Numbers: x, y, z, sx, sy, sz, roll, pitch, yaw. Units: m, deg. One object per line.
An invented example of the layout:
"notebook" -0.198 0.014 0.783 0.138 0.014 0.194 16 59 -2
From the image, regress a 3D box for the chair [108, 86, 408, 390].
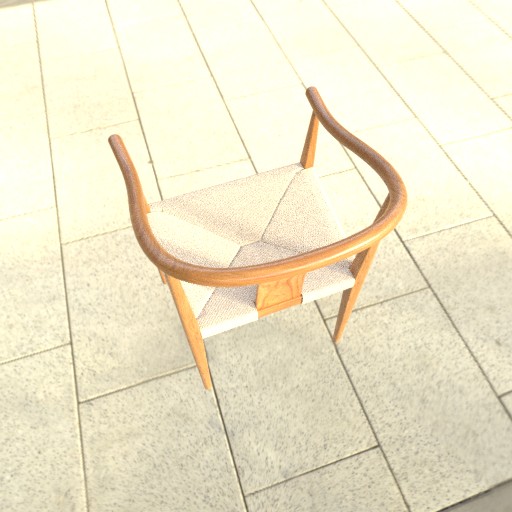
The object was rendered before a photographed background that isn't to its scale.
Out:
"chair" 0.000 0.000 1.202 0.556 0.800 0.579 -17 59 -11
